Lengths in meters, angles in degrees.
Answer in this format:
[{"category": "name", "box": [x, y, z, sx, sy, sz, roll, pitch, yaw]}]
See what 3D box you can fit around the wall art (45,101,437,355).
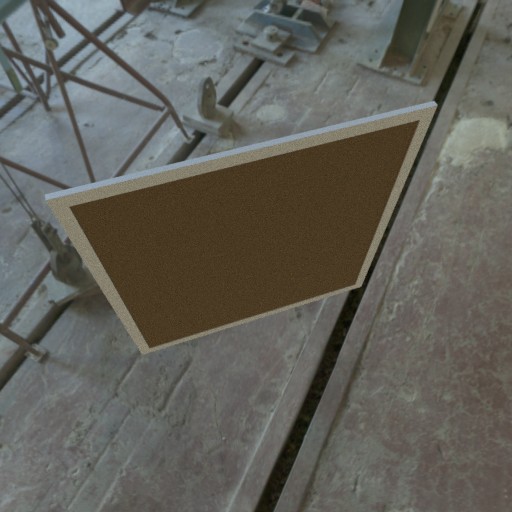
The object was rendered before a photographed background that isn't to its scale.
[{"category": "wall art", "box": [0.000, 0.000, 1.222, 0.812, 0.812, 0.015, -16, 59, -10]}]
